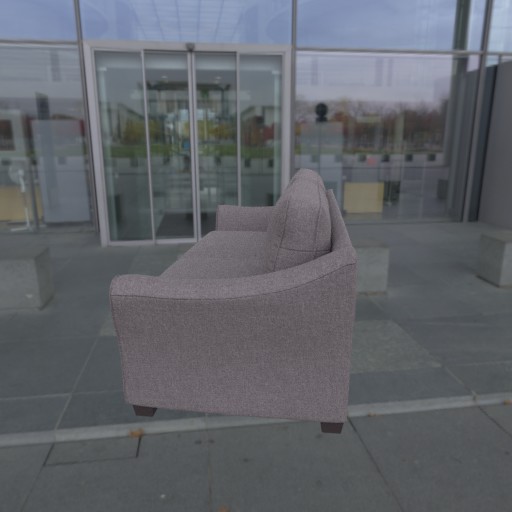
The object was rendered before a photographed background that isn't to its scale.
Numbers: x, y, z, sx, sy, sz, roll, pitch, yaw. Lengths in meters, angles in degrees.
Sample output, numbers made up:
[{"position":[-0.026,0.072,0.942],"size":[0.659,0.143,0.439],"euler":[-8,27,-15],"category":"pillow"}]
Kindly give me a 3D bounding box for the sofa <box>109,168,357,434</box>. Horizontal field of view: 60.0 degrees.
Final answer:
[{"position":[0.000,0.000,2.744],"size":[1.013,0.976,2.203],"euler":[2,15,7],"category":"sofa"}]
